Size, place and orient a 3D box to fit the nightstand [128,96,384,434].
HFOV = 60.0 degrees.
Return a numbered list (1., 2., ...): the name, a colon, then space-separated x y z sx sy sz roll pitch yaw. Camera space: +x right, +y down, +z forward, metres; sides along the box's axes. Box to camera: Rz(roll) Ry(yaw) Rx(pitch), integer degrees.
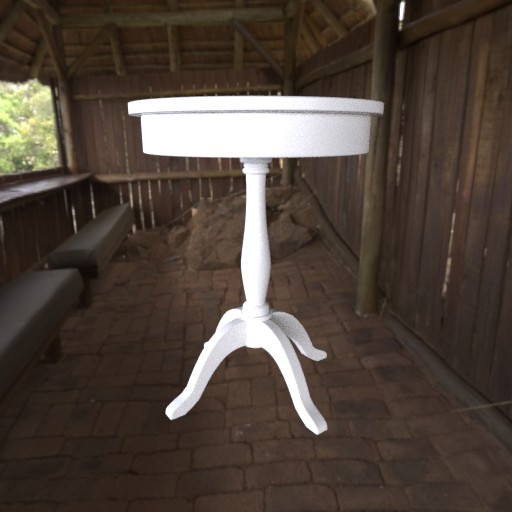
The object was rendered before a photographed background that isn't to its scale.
1. nightstand: 0.000 0.000 1.009 0.513 0.653 0.513 -8 18 -26
